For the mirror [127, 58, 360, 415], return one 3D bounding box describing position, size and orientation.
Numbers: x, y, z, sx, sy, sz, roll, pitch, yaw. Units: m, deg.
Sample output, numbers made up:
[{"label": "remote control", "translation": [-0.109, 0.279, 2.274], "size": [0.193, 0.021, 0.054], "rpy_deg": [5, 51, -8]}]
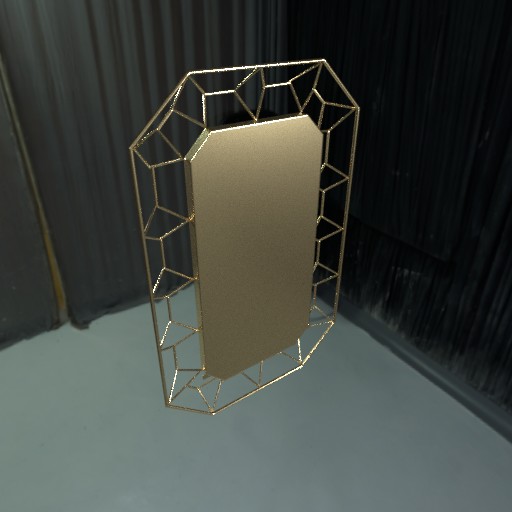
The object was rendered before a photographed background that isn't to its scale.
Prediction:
[{"label": "mirror", "translation": [0.000, 0.000, 1.080], "size": [0.572, 0.870, 0.051], "rpy_deg": [-20, 35, -30]}]
